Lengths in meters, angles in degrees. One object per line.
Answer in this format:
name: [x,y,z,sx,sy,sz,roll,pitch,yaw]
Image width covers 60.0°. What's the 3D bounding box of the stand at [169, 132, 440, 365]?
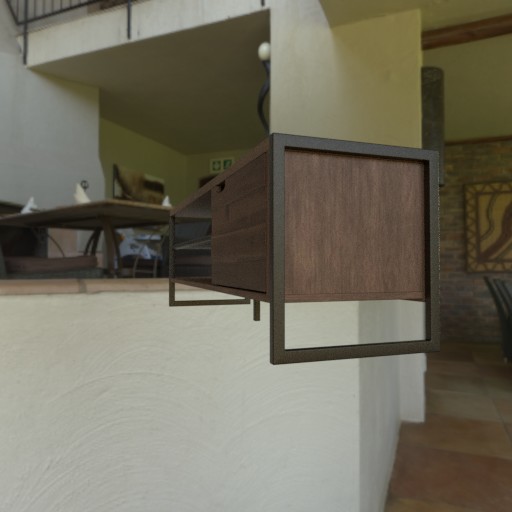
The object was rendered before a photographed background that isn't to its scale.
stand: [0.000,0.000,1.734,0.454,0.506,1.480,0,-1,-20]
